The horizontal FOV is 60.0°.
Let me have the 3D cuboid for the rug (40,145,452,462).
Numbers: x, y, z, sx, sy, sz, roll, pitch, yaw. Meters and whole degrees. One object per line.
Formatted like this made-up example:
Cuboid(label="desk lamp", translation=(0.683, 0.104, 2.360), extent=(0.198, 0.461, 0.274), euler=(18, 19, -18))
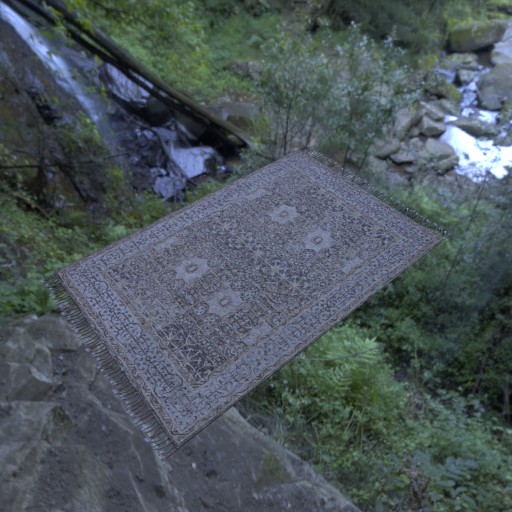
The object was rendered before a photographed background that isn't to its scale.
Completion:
Cuboid(label="rug", translation=(0.000, 0.000, 2.518), extent=(2.029, 0.010, 1.237), euler=(-32, 55, -26))
